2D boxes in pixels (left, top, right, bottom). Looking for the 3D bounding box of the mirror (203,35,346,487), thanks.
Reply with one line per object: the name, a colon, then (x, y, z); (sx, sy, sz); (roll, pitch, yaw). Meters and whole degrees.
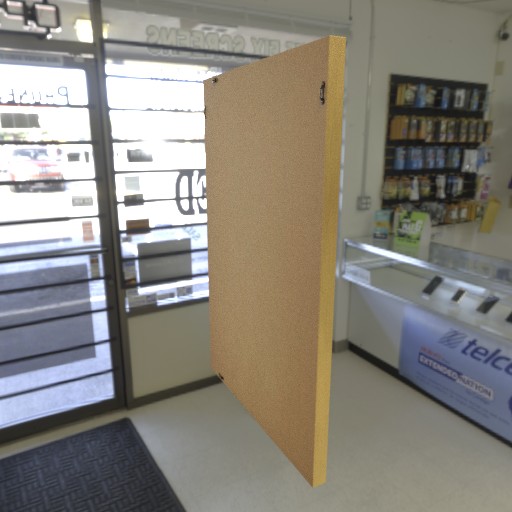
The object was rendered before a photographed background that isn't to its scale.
mirror: (0.000, 0.000, 1.135); (0.040, 0.915, 0.609); (-7, 16, -26)
